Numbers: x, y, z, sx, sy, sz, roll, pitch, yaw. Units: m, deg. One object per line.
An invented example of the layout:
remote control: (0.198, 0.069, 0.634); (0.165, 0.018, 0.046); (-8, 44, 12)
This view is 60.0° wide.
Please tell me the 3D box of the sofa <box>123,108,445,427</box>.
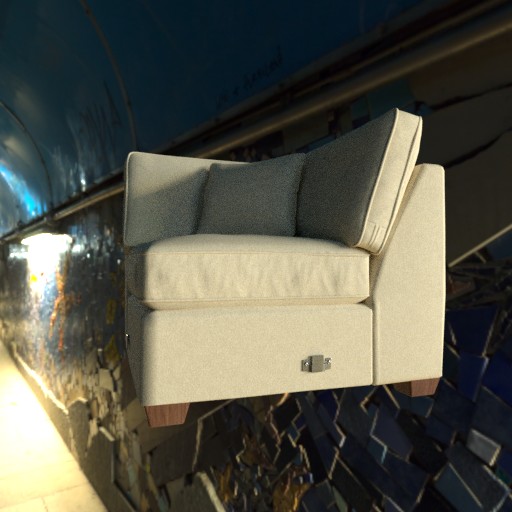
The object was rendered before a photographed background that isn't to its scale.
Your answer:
sofa: (0.000, 0.000, 1.912); (1.084, 1.002, 1.146); (0, -1, -19)
